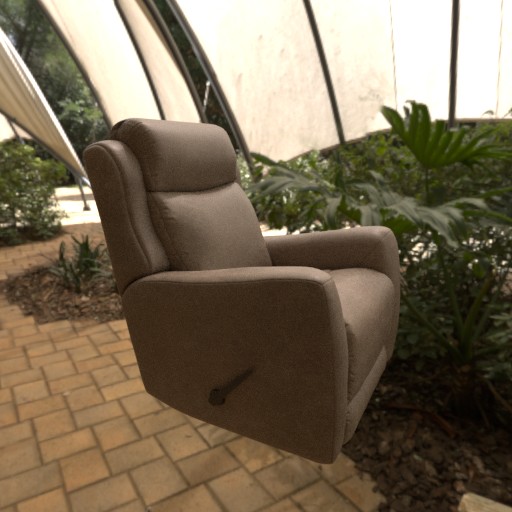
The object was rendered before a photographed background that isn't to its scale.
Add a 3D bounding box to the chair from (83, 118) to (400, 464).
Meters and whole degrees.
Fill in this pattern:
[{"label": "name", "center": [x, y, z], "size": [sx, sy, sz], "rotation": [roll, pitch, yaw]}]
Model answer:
[{"label": "chair", "center": [0.000, 0.000, 1.875], "size": [1.068, 1.116, 0.967], "rotation": [7, 16, 28]}]
